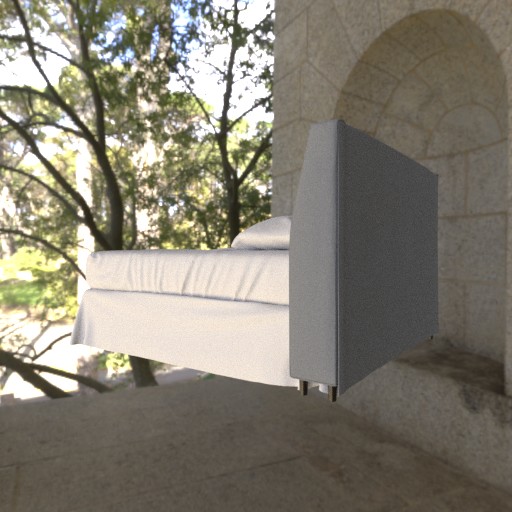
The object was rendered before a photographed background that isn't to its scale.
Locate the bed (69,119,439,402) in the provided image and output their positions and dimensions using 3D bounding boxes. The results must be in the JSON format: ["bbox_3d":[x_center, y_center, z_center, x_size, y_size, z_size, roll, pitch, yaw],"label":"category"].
[{"bbox_3d":[0.000,0.000,3.433,2.276,1.332,1.925,1,1,35],"label":"bed"}]
